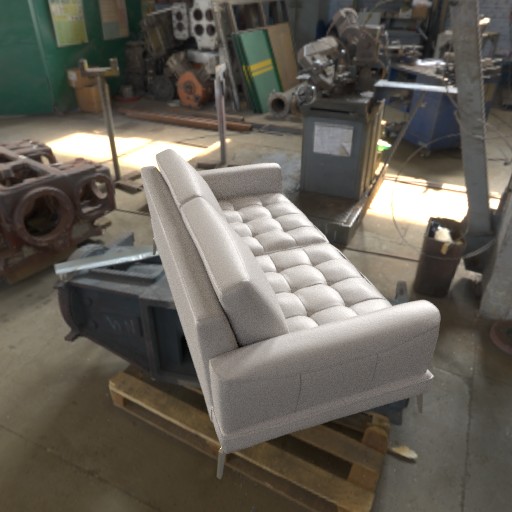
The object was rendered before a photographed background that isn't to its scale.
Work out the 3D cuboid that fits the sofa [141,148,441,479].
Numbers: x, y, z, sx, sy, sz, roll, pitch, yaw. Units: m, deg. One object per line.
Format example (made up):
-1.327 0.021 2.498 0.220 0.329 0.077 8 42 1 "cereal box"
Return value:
0.000 0.000 2.748 1.121 0.930 2.177 -11 34 -16 "sofa"
